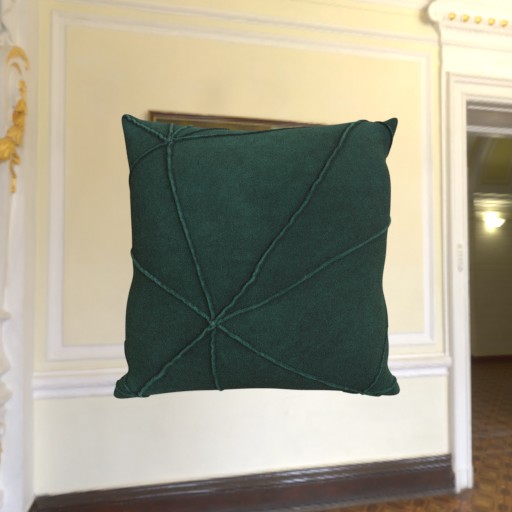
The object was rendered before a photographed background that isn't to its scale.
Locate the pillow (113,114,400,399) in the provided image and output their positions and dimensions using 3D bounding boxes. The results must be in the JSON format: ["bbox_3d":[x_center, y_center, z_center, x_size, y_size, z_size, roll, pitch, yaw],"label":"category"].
[{"bbox_3d":[0.000,0.000,0.678,0.439,0.440,0.184,0,-1,1],"label":"pillow"}]
